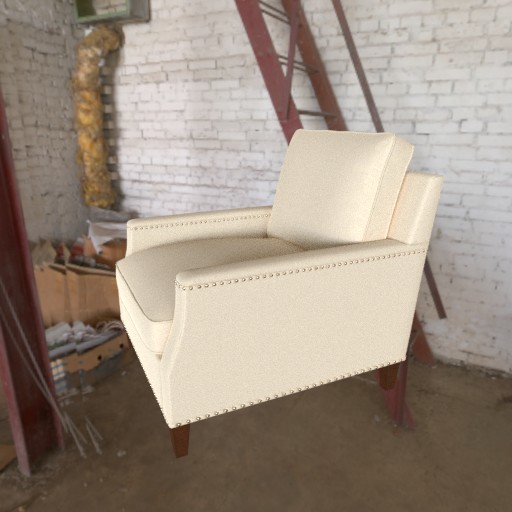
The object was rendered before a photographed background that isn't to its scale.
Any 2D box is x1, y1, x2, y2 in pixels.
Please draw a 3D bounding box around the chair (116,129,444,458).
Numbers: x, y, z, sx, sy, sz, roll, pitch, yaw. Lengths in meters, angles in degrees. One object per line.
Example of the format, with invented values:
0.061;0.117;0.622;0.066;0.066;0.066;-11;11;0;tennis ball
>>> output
0.000;0.000;1.737;1.014;0.943;0.853;-8;19;-24;chair
